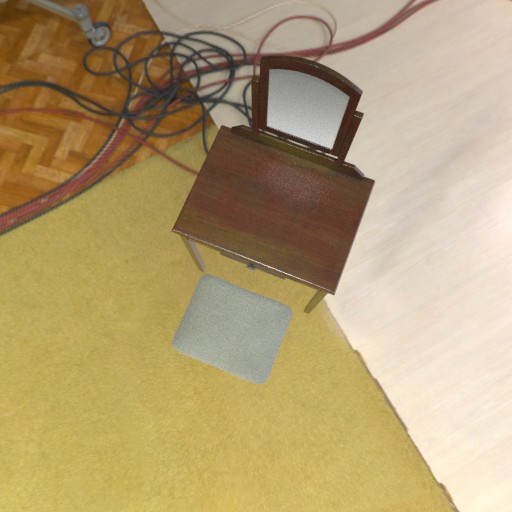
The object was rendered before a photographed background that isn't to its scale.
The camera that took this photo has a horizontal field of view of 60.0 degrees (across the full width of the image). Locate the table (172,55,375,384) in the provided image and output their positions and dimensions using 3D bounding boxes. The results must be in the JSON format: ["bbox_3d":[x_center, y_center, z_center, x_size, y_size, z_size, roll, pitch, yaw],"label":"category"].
[{"bbox_3d":[0.000,0.000,2.304,0.876,1.631,1.211,21,76,5],"label":"table"}]
